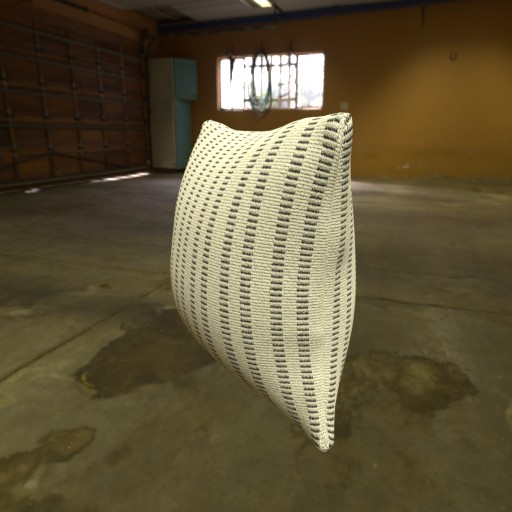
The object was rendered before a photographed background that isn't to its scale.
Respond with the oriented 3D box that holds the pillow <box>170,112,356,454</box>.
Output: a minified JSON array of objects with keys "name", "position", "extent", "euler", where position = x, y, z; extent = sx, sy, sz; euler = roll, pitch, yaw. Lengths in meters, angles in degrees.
[{"name":"pillow","position":[0.000,0.000,0.700],"extent":[0.247,0.419,0.438],"euler":[-7,17,-25]}]
